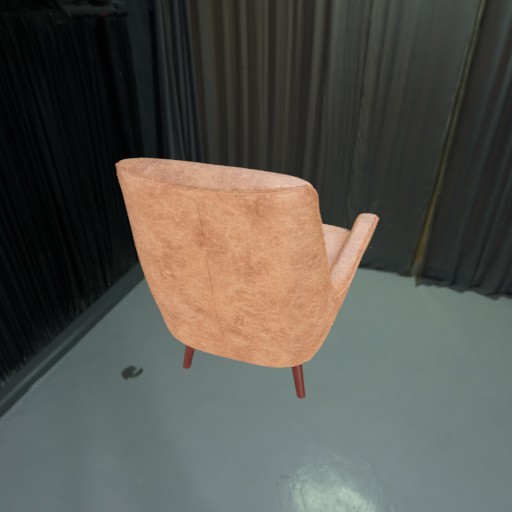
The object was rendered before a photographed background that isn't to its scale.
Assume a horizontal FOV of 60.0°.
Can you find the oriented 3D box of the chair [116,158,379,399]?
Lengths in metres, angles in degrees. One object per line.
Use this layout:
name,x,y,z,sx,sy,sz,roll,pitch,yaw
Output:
chair,0.000,0.000,1.528,0.753,0.883,0.851,10,33,16
